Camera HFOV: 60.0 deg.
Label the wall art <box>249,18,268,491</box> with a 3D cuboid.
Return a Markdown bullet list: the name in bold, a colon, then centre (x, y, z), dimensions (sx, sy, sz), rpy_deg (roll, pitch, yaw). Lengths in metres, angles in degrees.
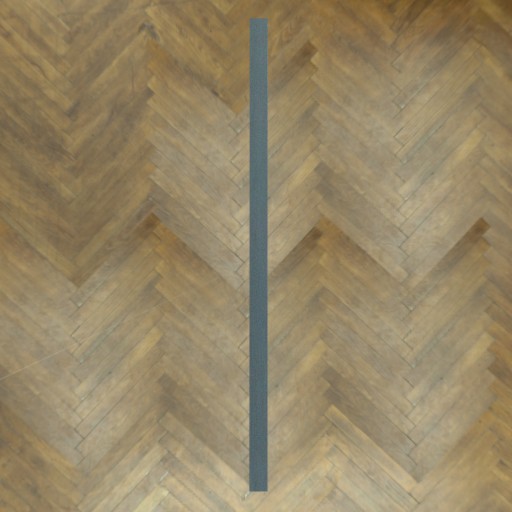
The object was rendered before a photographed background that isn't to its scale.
- **wall art**: centre (0.000, 0.000, 0.896), dimensions (0.026, 0.558, 0.660), rpy_deg (0, 89, -1)
